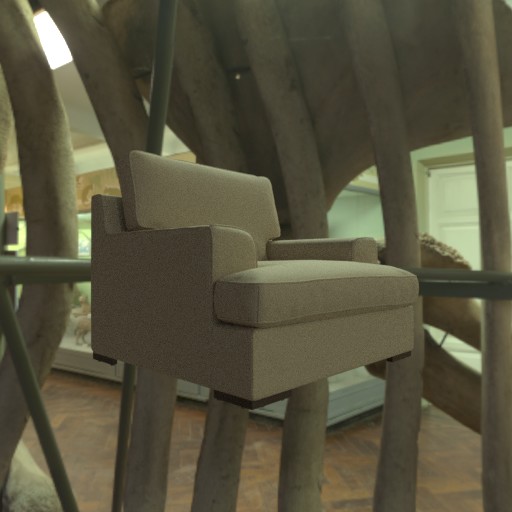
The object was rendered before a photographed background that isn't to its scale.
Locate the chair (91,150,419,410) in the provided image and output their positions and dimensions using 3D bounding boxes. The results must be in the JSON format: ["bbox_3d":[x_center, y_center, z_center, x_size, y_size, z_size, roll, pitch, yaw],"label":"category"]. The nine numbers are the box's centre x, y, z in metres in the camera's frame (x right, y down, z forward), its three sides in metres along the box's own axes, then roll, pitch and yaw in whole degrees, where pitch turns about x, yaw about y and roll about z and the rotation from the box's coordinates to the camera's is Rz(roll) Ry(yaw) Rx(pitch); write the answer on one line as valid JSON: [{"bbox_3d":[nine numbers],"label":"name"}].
[{"bbox_3d":[0.000,0.000,2.164,1.274,1.005,1.293,-1,-1,36],"label":"chair"}]
